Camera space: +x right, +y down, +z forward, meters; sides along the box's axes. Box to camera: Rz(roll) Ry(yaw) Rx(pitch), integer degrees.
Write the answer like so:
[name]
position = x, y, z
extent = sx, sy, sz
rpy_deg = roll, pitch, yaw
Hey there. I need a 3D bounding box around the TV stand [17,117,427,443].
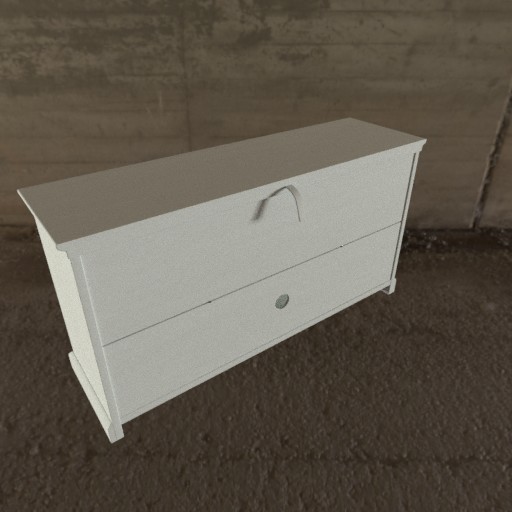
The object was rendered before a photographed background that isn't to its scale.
[TV stand]
position = 0.000, 0.000, 1.430
extent = 1.187, 0.624, 0.424
rpy_deg = -21, 37, -30
